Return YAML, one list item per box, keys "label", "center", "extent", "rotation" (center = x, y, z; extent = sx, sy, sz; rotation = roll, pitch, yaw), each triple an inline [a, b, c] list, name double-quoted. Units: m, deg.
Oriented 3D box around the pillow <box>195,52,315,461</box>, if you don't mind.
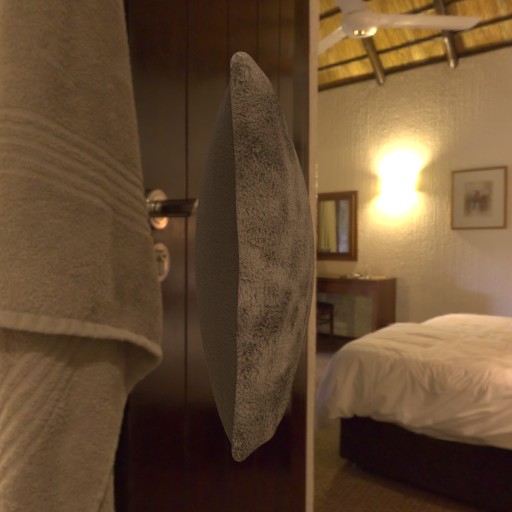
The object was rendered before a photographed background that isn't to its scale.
- label: "pillow"
  center: [0.000, 0.000, 0.802]
  extent: [0.204, 0.520, 0.522]
  rotation: [0, 1, 1]
